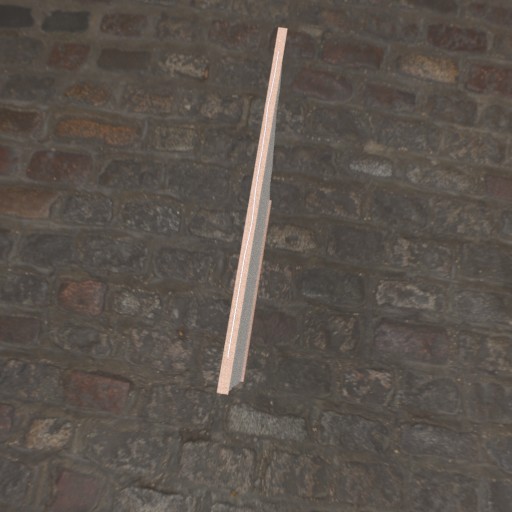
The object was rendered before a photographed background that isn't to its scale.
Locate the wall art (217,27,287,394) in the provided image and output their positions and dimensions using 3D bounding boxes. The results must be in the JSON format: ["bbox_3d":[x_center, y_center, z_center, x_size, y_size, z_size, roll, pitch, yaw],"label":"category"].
[{"bbox_3d":[0.000,0.000,1.338,0.020,1.013,0.758,8,76,2],"label":"wall art"}]
